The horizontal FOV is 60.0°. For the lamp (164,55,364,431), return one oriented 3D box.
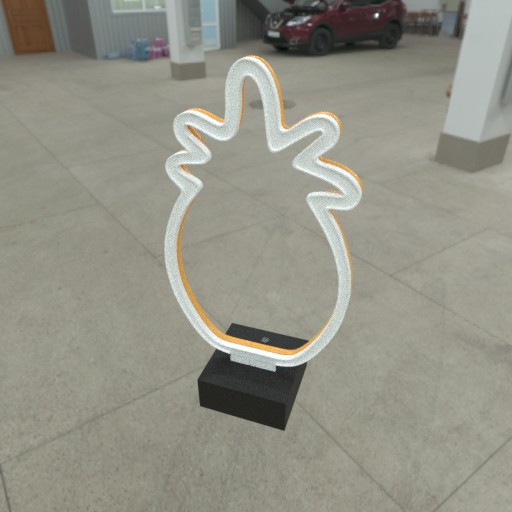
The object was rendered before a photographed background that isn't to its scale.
[{"bbox_3d":[0.000,0.000,0.382,0.167,0.317,0.088,10,33,16],"label":"lamp"}]
